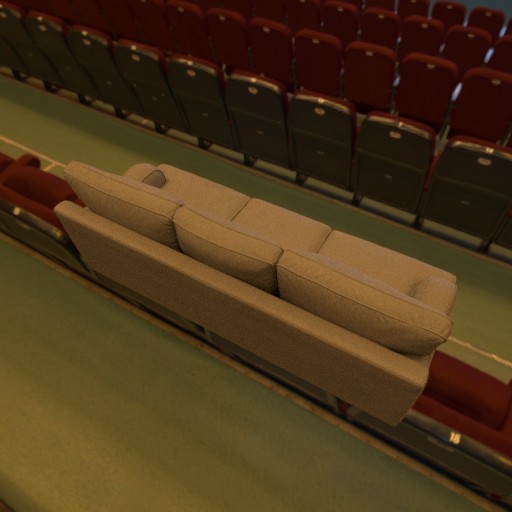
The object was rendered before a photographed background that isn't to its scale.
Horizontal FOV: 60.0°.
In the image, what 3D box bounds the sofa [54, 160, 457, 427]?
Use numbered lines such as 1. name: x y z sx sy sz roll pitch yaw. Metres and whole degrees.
1. sofa: 0.000 0.000 2.800 2.323 0.991 1.016 23 52 20
